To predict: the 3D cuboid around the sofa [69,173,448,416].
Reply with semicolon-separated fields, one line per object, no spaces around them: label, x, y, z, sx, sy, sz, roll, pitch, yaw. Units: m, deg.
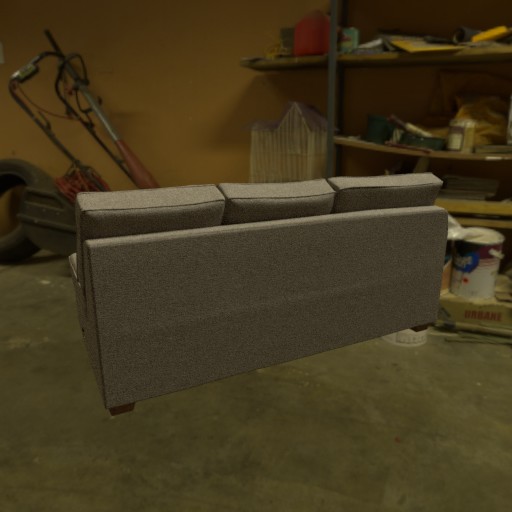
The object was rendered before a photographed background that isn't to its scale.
sofa;0.000;0.000;2.568;1.963;0.946;1.034;-8;18;-26
